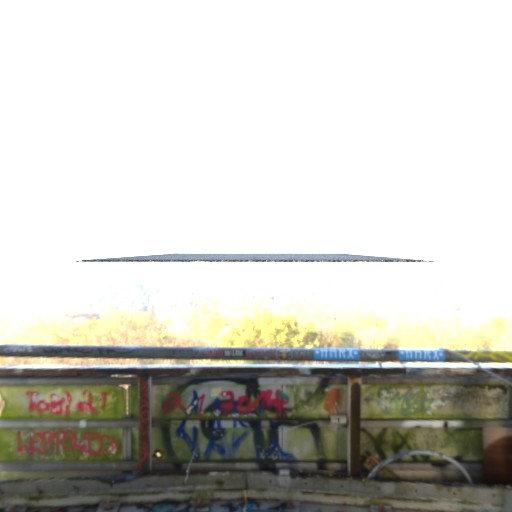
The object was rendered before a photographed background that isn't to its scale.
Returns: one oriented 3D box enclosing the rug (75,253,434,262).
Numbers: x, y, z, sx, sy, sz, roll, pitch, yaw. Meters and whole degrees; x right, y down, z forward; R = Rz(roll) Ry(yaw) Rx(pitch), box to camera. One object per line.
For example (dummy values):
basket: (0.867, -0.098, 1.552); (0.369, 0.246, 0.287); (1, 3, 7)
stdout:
rug: (0.000, 0.000, 2.407); (1.247, 0.008, 1.802); (0, 1, 1)
